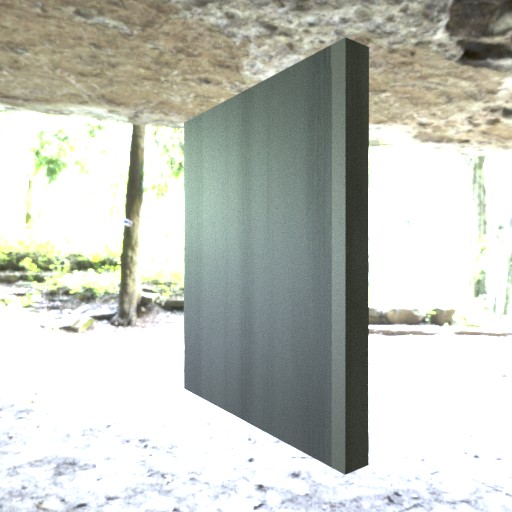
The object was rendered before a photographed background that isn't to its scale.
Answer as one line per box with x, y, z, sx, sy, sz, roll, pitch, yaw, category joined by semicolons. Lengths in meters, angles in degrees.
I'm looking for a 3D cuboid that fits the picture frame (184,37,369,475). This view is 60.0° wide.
0.000;0.000;0.757;0.046;0.555;0.449;0;0;-36;picture frame
